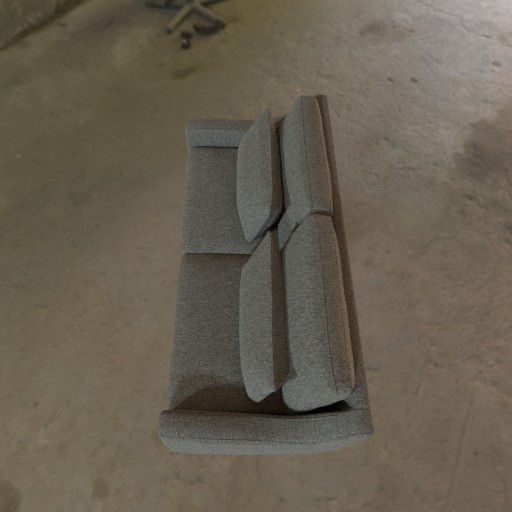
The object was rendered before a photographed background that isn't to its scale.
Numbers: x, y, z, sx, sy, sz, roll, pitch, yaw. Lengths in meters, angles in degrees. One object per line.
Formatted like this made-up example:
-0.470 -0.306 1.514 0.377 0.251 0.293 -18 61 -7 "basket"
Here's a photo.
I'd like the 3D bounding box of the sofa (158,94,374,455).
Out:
0.000 0.000 3.004 1.103 0.998 2.418 -1 60 0 "sofa"
